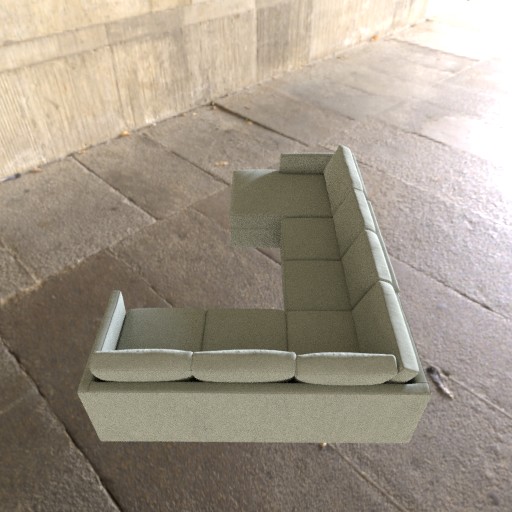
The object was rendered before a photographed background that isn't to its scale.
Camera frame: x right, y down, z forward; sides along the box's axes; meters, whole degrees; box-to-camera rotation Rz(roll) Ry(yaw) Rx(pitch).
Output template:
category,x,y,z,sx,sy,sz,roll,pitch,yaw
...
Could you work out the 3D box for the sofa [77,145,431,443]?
category,x,y,z,sx,sy,sz,roll,pitch,yaw
sofa,0.000,0.000,4.453,2.440,0.869,3.434,0,41,0
